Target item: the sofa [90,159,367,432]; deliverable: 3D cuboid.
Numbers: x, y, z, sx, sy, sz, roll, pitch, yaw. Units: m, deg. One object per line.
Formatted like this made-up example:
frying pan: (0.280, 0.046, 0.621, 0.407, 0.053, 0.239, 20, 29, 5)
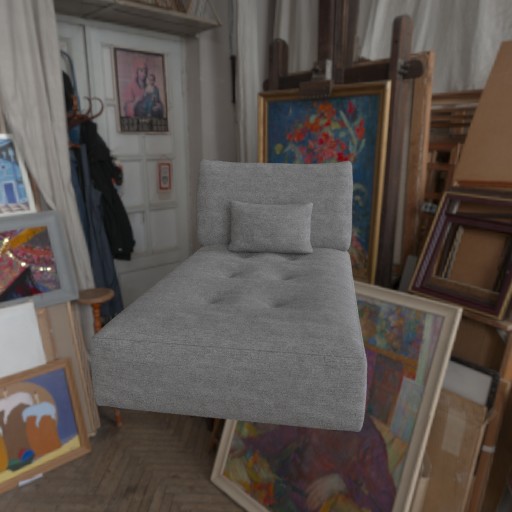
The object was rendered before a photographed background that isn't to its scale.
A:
sofa: (0.000, 0.000, 2.044, 0.930, 0.820, 1.450, 2, 14, 9)
